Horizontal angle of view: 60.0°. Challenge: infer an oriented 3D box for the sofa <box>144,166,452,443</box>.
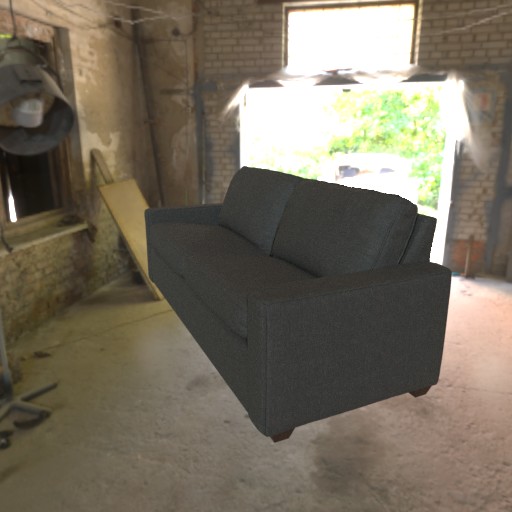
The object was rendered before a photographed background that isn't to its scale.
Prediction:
[{"bbox_3d":[0.000,0.000,2.616,0.940,0.919,2.080,-7,18,-24],"label":"sofa"}]
